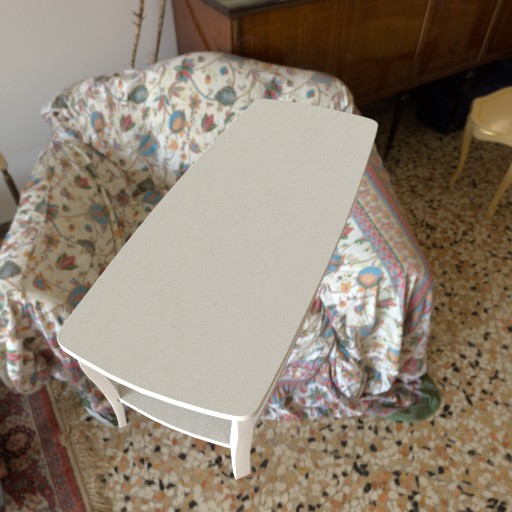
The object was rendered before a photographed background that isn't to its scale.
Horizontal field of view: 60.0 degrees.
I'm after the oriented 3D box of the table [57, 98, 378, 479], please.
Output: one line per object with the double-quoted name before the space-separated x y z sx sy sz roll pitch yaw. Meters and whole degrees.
"table" 0.000 0.000 1.547 0.561 0.474 1.334 16 48 15
